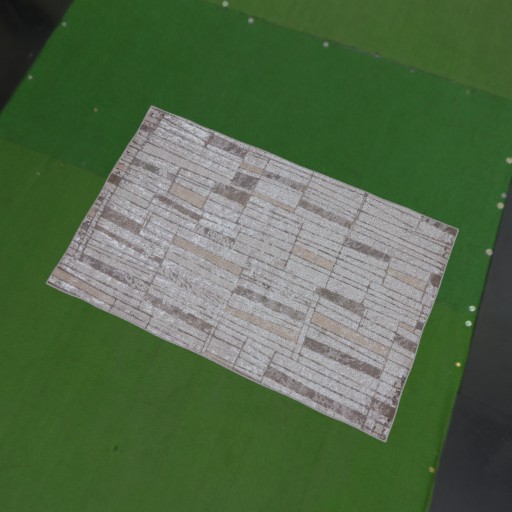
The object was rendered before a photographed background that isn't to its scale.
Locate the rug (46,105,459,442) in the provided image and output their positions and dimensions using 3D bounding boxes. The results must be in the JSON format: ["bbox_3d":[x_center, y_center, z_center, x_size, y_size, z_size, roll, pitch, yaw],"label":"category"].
[{"bbox_3d":[0.000,0.000,3.057,2.444,0.023,1.531,23,75,6],"label":"rug"}]
